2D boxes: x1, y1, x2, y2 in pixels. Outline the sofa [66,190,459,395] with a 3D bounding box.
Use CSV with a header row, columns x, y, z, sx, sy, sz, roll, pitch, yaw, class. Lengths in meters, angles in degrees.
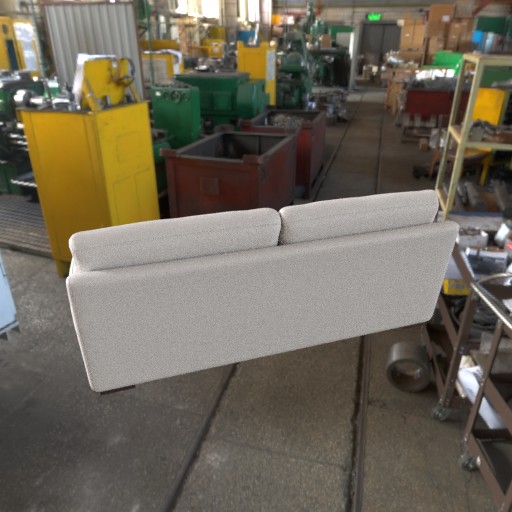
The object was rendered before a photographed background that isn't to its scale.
x,y,z,sx,sy,sz,roll,pitch,yaw,class
0.000,0.000,2.907,2.261,0.940,1.143,-8,28,-16,sofa
